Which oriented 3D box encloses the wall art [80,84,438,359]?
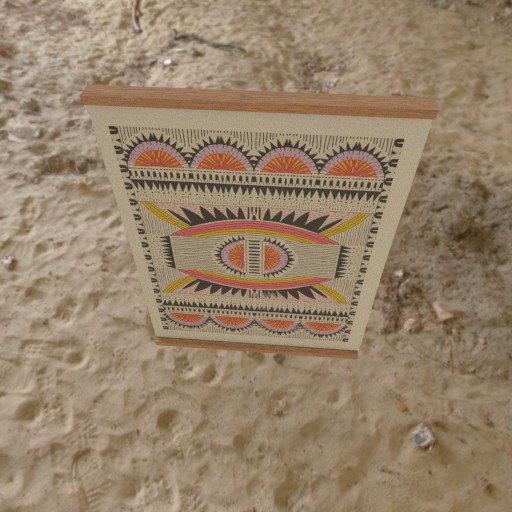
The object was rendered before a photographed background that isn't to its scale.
[{"bbox_3d":[0.000,0.000,0.694,0.403,0.527,0.028,3,47,3],"label":"wall art"}]
